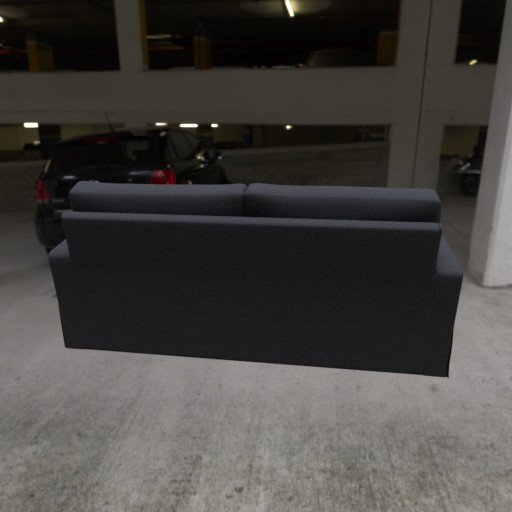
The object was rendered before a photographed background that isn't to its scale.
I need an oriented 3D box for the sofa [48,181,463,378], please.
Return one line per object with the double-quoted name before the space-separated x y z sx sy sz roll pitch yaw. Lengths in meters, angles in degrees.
"sofa" 0.000 0.000 2.332 1.852 0.839 0.898 2 17 8
